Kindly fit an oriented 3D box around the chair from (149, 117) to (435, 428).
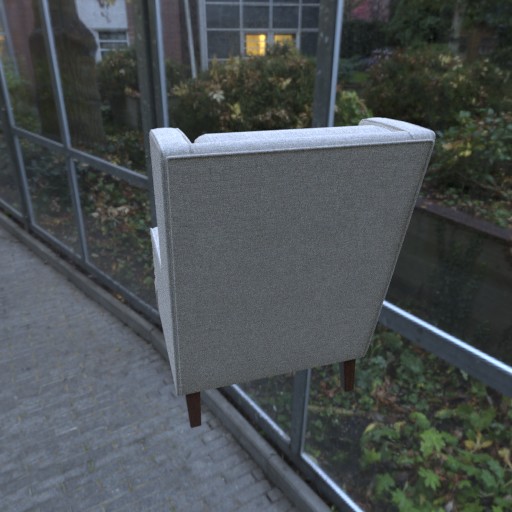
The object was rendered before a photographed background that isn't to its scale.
[{"bbox_3d":[0.000,0.000,1.745,0.764,1.082,0.948,-8,26,-16],"label":"chair"}]
